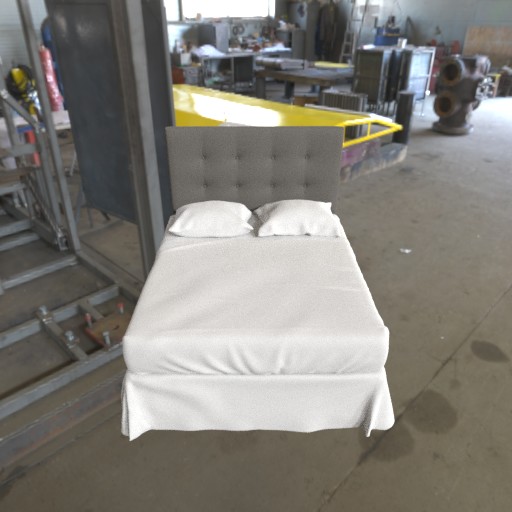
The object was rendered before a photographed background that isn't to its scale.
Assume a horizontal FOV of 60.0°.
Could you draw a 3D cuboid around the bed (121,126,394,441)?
[{"bbox_3d":[0.000,0.000,3.521,1.936,1.577,2.222,0,29,0],"label":"bed"}]
